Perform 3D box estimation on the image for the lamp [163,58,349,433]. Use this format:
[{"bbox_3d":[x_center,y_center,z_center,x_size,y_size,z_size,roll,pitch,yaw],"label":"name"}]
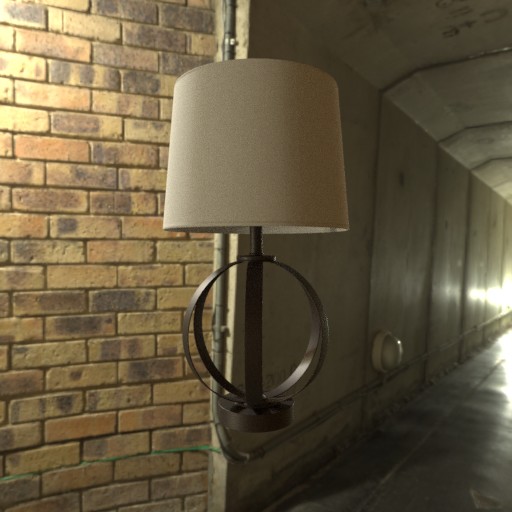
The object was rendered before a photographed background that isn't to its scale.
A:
[{"bbox_3d":[0.000,0.000,0.697,0.286,0.510,0.286,0,1,0],"label":"lamp"}]
